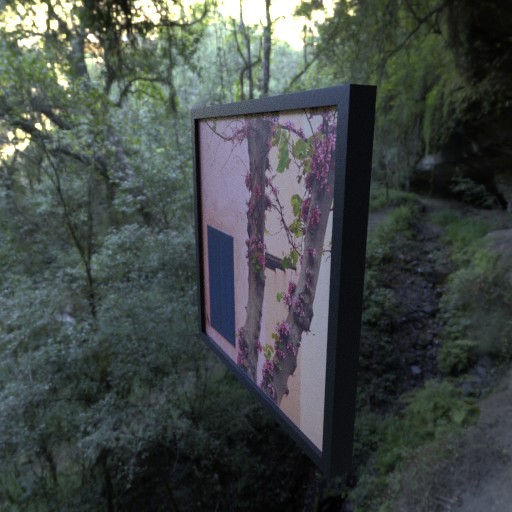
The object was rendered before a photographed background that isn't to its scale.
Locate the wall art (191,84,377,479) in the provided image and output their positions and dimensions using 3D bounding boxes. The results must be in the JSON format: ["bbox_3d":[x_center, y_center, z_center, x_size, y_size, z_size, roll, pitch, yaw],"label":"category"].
[{"bbox_3d":[0.000,0.000,0.766,0.038,0.508,0.508,-8,17,-27],"label":"wall art"}]
